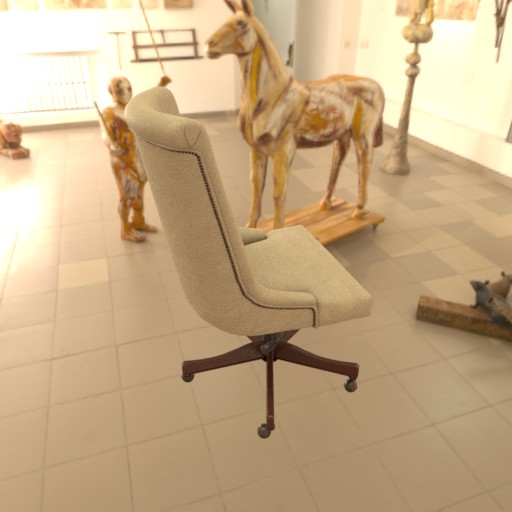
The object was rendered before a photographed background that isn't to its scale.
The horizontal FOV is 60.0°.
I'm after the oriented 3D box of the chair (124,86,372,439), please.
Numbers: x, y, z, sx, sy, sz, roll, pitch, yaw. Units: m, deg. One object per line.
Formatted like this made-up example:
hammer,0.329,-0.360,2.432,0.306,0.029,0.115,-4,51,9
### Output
chair,0.000,0.000,1.451,0.696,1.010,0.645,-10,32,-16
